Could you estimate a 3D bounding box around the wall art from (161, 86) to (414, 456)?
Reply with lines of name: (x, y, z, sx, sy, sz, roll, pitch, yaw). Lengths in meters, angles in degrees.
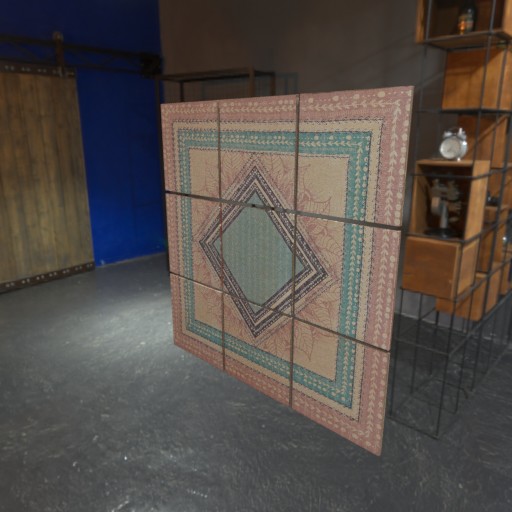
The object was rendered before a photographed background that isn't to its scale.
wall art: (0.000, 0.000, 1.797, 1.215, 1.213, 0.013, 15, 21, 42)
